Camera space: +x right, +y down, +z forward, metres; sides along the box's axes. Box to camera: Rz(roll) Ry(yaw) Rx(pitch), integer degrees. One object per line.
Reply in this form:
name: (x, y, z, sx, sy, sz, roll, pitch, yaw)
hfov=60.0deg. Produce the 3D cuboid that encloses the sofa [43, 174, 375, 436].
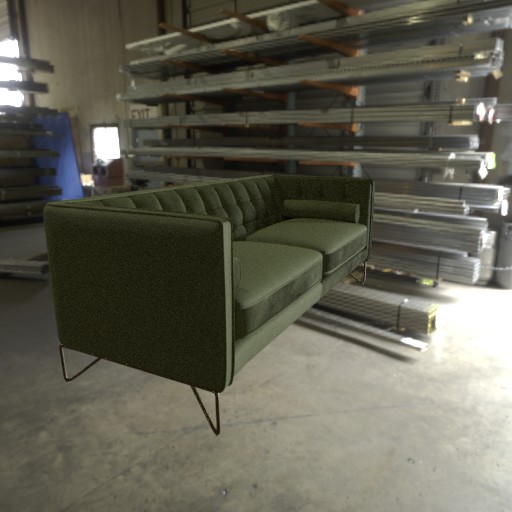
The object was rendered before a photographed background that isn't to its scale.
sofa: (0.000, 0.000, 2.533, 0.867, 0.789, 2.087, 7, 16, 27)
